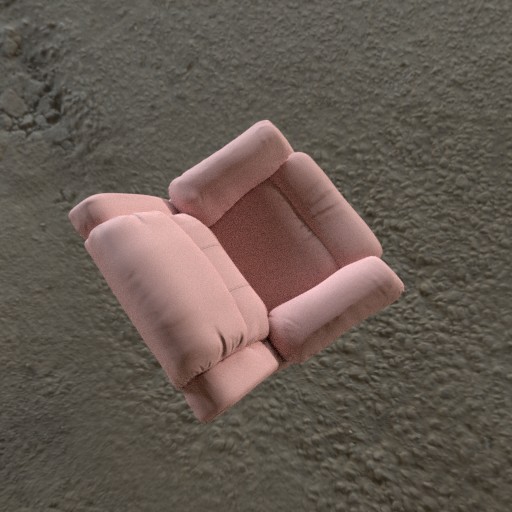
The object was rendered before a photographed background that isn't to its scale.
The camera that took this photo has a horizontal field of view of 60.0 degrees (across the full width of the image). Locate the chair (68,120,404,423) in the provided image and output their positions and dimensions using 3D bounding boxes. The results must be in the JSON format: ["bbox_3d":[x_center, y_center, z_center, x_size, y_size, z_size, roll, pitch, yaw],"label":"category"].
[{"bbox_3d":[0.000,0.000,1.306,0.709,0.702,0.680,-35,78,-8],"label":"chair"}]
